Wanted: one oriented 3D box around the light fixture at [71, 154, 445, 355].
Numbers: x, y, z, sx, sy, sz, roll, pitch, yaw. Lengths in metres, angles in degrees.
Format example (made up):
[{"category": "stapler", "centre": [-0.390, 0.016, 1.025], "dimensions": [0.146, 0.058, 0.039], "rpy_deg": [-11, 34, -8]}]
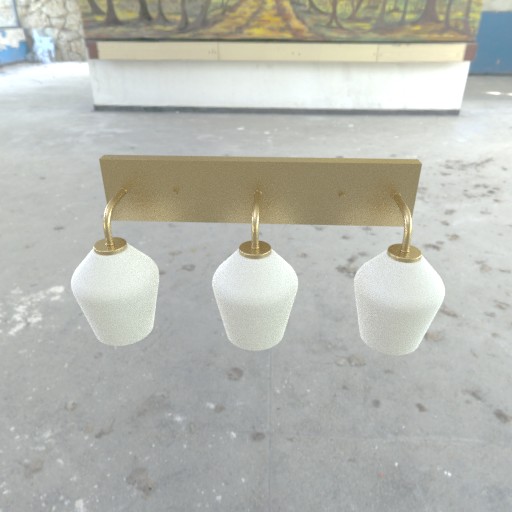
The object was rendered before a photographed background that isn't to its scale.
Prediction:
[{"category": "light fixture", "centre": [0.000, 0.000, 0.737], "dimensions": [0.609, 0.280, 0.190], "rpy_deg": [1, 29, 3]}]
